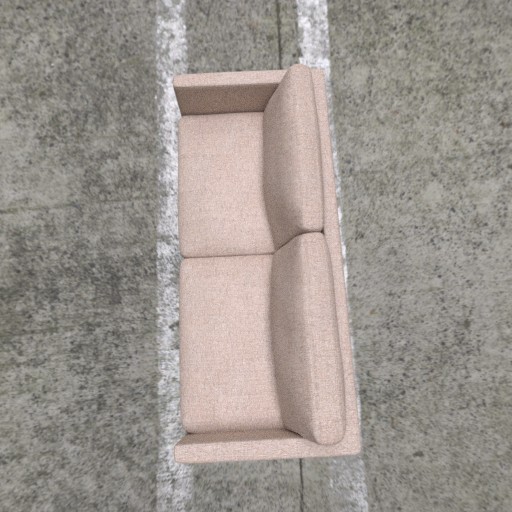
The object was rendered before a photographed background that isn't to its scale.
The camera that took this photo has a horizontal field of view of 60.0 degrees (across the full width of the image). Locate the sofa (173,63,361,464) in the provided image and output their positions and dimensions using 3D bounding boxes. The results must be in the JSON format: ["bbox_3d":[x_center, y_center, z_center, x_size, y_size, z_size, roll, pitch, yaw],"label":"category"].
[{"bbox_3d":[0.000,0.000,2.688,0.951,0.965,2.208,-3,76,-1],"label":"sofa"}]
